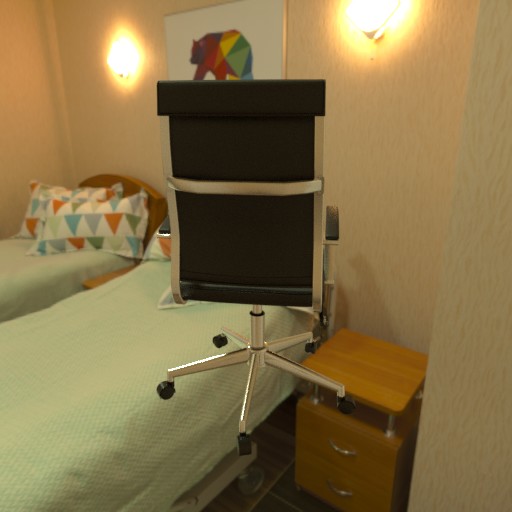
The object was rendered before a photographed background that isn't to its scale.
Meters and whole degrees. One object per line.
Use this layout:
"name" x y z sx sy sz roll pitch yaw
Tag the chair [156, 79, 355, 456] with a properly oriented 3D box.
"chair" 0.000 0.000 1.601 0.766 1.149 0.739 2 19 7
